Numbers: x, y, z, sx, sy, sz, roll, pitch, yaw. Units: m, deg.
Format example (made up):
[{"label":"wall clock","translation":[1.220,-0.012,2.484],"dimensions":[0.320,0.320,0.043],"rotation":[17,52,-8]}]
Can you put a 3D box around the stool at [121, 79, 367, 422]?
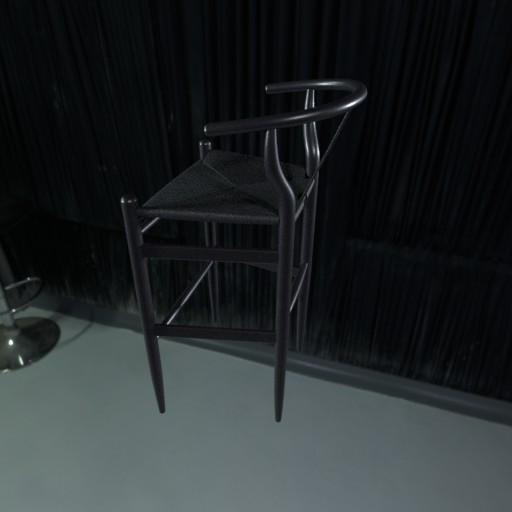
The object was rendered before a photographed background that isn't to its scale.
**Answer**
[{"label":"stool","translation":[0.000,0.000,1.449],"dimensions":[0.579,1.072,0.569],"rotation":[9,32,14]}]
